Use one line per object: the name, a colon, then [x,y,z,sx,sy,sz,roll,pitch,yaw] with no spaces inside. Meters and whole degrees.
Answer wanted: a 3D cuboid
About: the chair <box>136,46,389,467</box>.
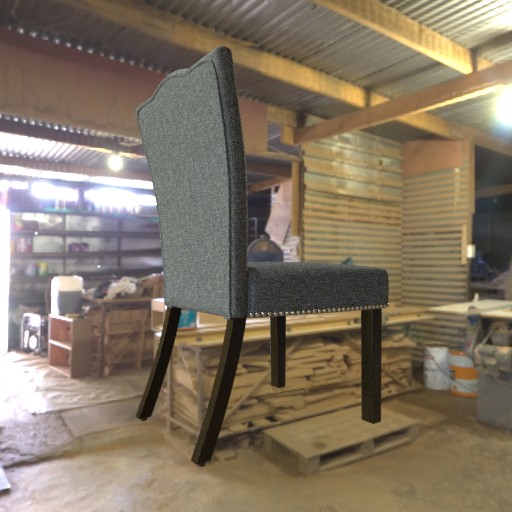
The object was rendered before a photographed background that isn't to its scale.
chair: [0.000,0.000,1.301,0.589,0.946,0.518,0,-1,-36]
